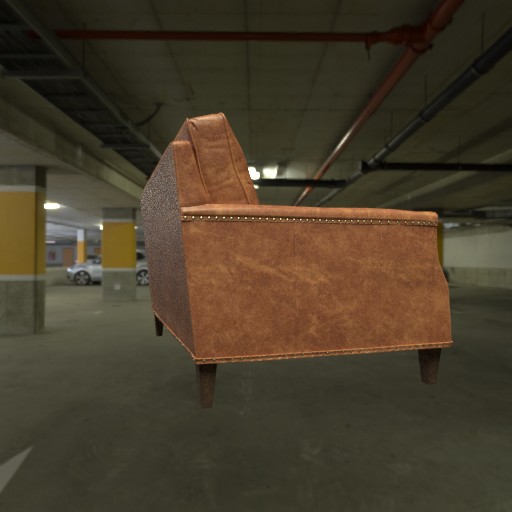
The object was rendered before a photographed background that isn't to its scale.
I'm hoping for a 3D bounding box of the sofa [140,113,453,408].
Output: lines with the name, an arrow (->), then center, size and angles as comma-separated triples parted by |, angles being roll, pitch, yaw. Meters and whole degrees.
sofa -> 0.000, 0.000, 2.268 | 1.084, 1.003, 1.597 | 0, -1, -18
